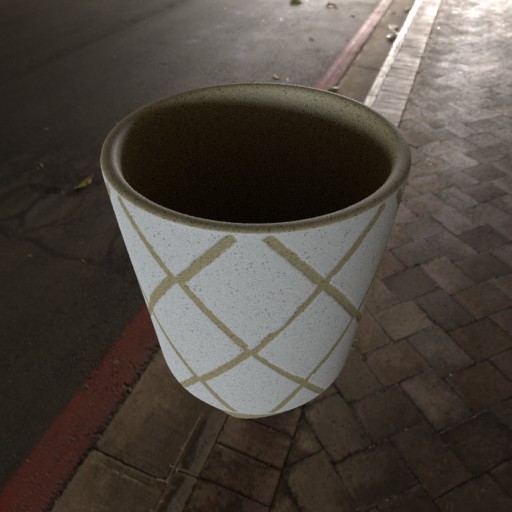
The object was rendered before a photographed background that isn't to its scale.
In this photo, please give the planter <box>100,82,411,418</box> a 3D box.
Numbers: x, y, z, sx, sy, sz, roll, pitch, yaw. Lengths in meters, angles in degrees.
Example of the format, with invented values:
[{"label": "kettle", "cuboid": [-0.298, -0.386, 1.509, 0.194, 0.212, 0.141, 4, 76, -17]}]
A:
[{"label": "planter", "cuboid": [0.000, 0.000, 0.345, 0.191, 0.199, 0.191, 0, 42, 0]}]
